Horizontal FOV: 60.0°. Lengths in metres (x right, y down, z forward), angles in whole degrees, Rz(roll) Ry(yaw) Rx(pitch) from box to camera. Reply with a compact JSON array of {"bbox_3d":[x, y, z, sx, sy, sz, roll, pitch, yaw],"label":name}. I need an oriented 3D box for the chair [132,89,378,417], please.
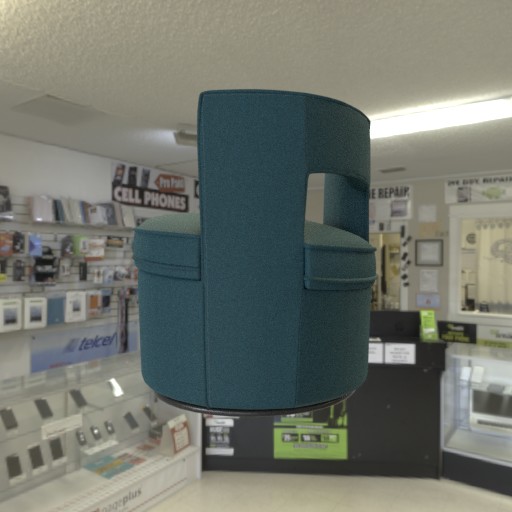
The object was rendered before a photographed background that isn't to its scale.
[{"bbox_3d":[0.000,0.000,1.253,0.660,0.711,0.684,0,0,37],"label":"chair"}]
